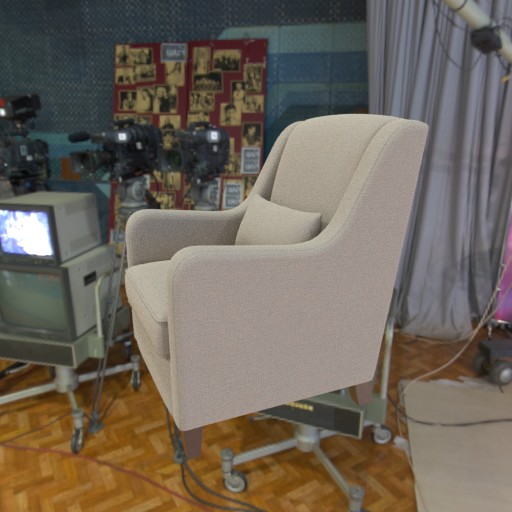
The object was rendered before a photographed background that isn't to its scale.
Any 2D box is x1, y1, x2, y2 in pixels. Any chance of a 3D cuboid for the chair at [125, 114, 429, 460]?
[{"bbox_3d":[0.000,0.000,1.654,0.896,1.017,0.715,-8,18,-24],"label":"chair"}]
